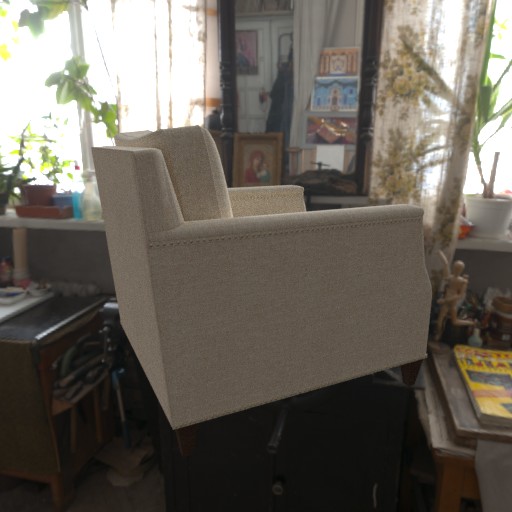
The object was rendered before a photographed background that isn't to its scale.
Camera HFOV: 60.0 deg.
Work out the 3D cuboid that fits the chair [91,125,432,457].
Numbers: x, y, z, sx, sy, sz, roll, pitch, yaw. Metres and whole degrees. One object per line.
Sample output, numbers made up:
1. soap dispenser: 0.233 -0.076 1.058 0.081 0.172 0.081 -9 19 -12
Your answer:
1. chair: 0.000 0.000 1.704 1.041 0.940 0.838 -7 16 -25
